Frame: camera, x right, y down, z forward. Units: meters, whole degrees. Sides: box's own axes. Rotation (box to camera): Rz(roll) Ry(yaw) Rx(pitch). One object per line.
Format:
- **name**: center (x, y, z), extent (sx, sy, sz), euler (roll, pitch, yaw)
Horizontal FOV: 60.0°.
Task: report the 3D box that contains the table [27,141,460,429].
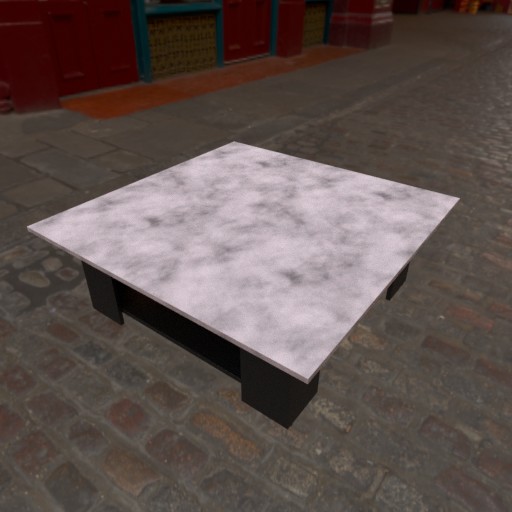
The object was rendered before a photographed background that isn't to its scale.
- **table**: center (0.000, 0.000, 1.361), extent (0.890, 0.305, 0.890), euler (22, 39, 30)
